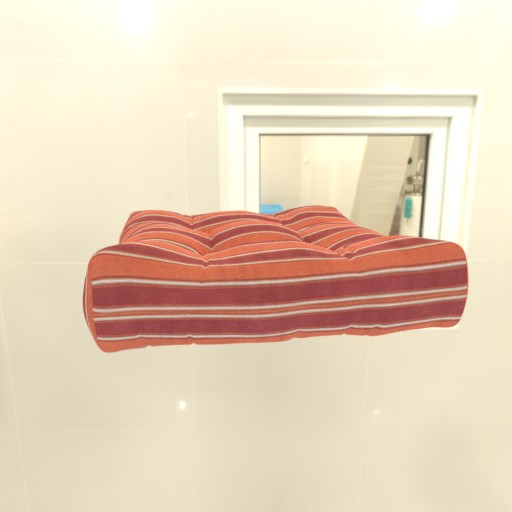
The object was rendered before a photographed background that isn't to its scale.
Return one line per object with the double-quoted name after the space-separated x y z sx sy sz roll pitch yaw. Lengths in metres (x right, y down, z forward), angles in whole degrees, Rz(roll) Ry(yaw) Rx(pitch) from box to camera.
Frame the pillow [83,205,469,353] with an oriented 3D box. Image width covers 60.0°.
0.000 0.000 0.731 0.468 0.133 0.490 -2 13 -10 "pillow"
